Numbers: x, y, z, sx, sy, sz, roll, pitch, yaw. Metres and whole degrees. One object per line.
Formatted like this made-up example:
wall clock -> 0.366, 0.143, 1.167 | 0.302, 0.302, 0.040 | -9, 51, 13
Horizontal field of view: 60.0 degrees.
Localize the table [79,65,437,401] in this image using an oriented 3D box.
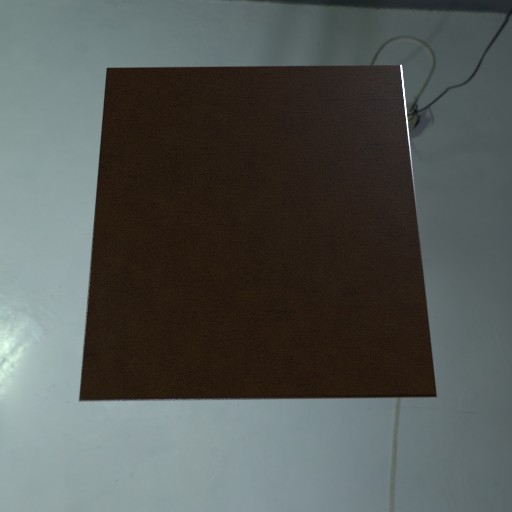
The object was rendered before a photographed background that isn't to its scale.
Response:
table -> 0.000, 0.000, 1.032 | 0.560, 0.562, 0.602 | -1, 76, 0
